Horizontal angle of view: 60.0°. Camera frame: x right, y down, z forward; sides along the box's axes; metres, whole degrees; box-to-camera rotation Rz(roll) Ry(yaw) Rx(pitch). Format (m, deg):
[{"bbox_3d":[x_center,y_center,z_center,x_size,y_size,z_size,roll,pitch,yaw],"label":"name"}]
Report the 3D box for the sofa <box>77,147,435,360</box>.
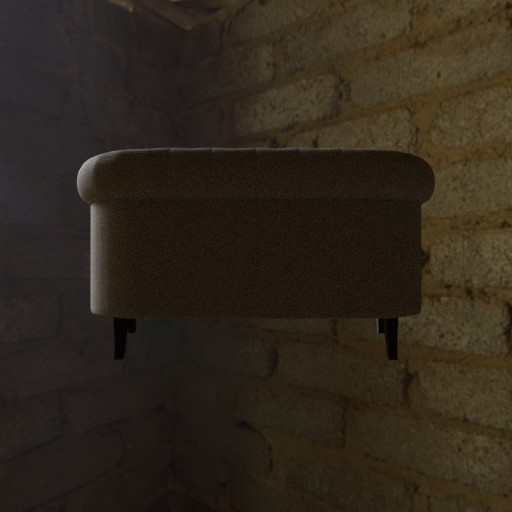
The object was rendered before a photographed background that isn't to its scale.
[{"bbox_3d":[0.000,0.000,2.026,1.558,0.827,0.835,0,0,0],"label":"sofa"}]
